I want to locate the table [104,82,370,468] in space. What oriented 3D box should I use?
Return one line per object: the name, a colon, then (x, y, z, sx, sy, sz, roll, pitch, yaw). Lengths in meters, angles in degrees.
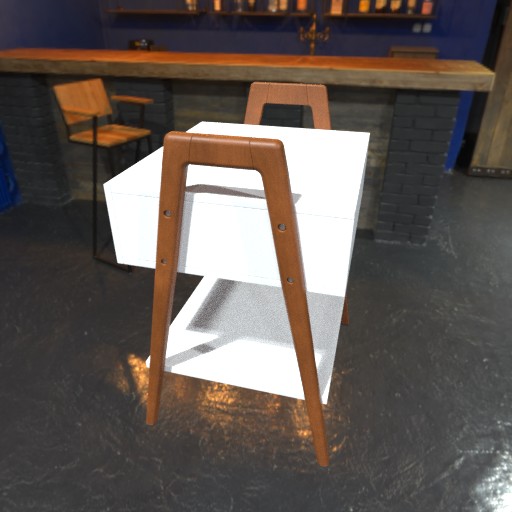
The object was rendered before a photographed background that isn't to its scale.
table: (0.000, 0.000, 0.918, 0.405, 0.610, 0.457, 8, 31, 13)
